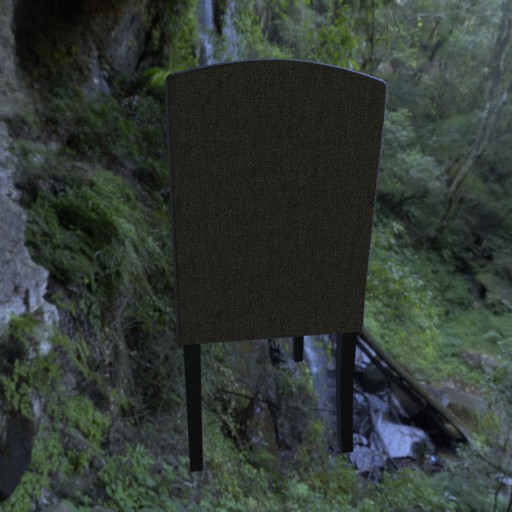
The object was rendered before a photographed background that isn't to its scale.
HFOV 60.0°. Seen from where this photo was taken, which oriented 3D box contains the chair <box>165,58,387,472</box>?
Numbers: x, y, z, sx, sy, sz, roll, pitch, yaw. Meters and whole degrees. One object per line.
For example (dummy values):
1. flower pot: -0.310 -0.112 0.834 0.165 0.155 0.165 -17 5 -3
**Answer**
1. chair: 0.000 0.000 1.224 0.451 0.917 0.580 -2 14 -10
